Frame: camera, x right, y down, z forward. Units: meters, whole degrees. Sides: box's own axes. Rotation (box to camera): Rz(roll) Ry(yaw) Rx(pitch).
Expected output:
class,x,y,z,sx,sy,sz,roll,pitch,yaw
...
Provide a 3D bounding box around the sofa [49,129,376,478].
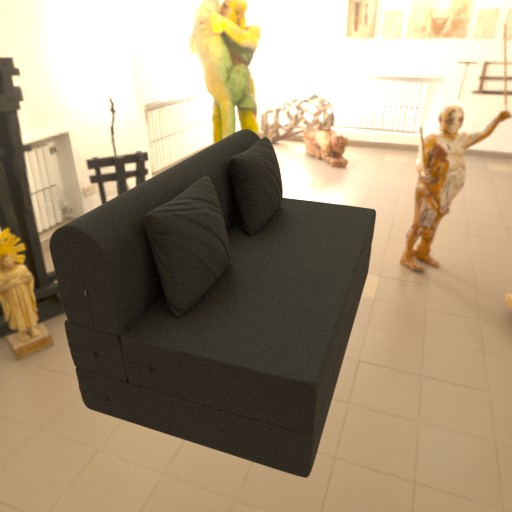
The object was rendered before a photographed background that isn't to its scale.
class,x,y,z,sx,sy,sz,roll,pitch,yaw
sofa,0.000,0.000,1.686,0.762,0.670,1.225,10,29,18
